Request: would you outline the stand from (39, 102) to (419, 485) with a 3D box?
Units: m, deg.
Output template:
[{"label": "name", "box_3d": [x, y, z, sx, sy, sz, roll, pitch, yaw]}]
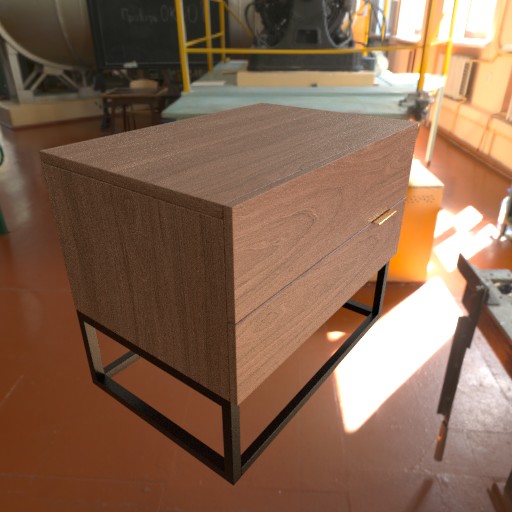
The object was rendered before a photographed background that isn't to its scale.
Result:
[{"label": "stand", "box_3d": [0.000, 0.000, 0.927, 0.420, 0.500, 0.600, 20, 34, 32]}]
